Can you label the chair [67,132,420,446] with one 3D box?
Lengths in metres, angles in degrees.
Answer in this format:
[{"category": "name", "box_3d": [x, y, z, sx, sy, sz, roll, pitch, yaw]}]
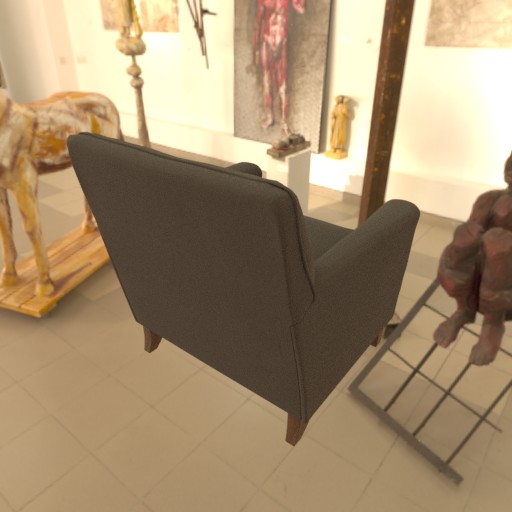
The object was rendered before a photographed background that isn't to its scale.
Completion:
[{"category": "chair", "box_3d": [0.000, 0.000, 1.577, 0.836, 0.911, 0.831, 21, 36, 33]}]
